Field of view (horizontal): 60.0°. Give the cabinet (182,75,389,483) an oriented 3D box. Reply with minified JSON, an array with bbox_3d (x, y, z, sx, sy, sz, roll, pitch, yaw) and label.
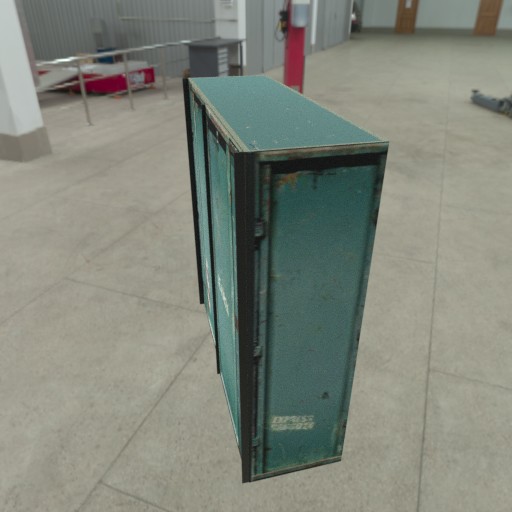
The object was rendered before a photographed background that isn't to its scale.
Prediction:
[{"bbox_3d":[0.000,0.000,3.208,0.680,2.160,2.000,-7,31,-12],"label":"cabinet"}]
